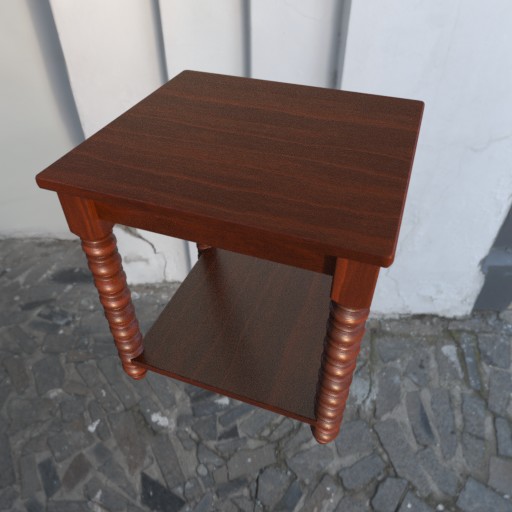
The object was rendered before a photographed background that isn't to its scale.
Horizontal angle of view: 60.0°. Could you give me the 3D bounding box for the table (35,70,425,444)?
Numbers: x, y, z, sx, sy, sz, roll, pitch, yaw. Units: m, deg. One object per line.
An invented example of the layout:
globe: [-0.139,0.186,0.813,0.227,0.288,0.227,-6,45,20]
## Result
table: [0.000,0.000,0.957,0.533,0.567,0.500,14,43,15]
